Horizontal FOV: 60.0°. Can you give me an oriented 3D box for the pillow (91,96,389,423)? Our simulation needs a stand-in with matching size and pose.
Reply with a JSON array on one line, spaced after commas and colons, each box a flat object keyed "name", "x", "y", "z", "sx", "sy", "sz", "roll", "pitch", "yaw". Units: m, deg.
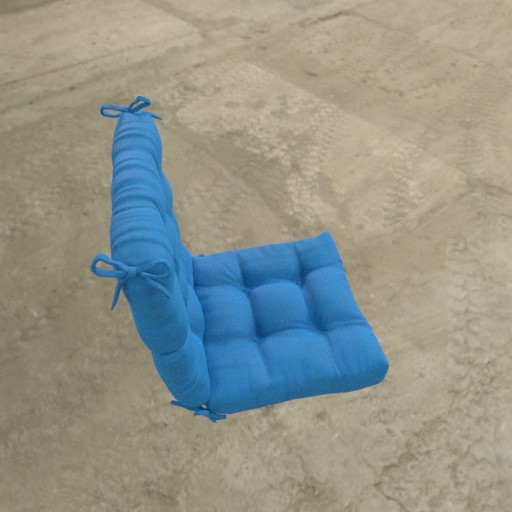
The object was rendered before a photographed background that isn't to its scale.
[{"name": "pillow", "x": 0.000, "y": 0.000, "z": 1.012, "sx": 0.571, "sy": 0.605, "sz": 0.519, "roll": -9, "pitch": 48, "yaw": -8}]
